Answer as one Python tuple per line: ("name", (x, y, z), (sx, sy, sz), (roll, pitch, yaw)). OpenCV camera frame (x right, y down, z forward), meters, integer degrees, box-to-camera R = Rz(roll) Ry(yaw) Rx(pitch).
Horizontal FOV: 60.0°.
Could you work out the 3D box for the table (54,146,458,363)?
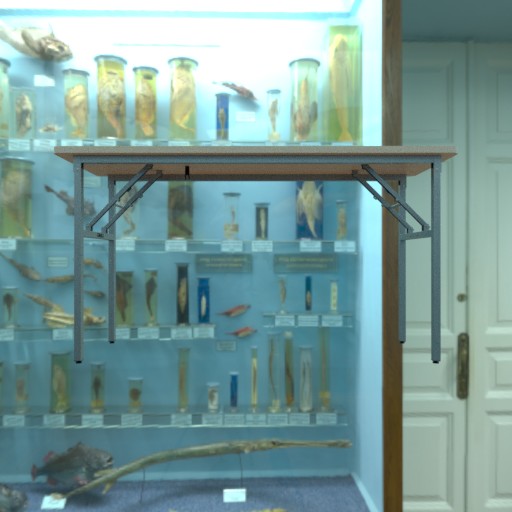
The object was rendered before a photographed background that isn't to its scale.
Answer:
("table", (0.000, 0.000, 1.732), (1.397, 0.750, 0.446), (0, 0, 0))
